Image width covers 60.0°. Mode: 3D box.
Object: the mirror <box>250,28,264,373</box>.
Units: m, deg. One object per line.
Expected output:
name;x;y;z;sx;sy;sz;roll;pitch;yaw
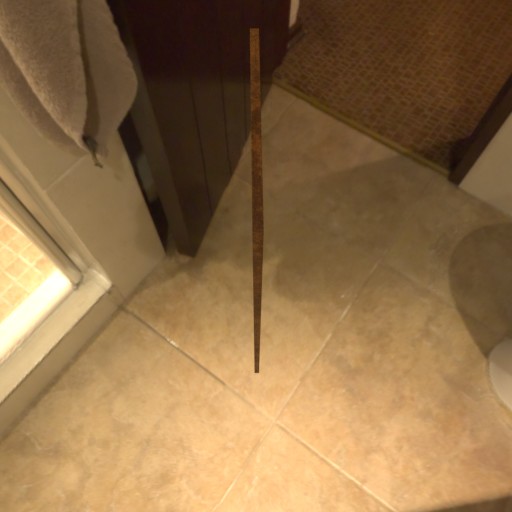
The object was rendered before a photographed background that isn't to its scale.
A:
mirror;0.000;0.000;2.309;0.032;2.031;0.812;-1;64;0
